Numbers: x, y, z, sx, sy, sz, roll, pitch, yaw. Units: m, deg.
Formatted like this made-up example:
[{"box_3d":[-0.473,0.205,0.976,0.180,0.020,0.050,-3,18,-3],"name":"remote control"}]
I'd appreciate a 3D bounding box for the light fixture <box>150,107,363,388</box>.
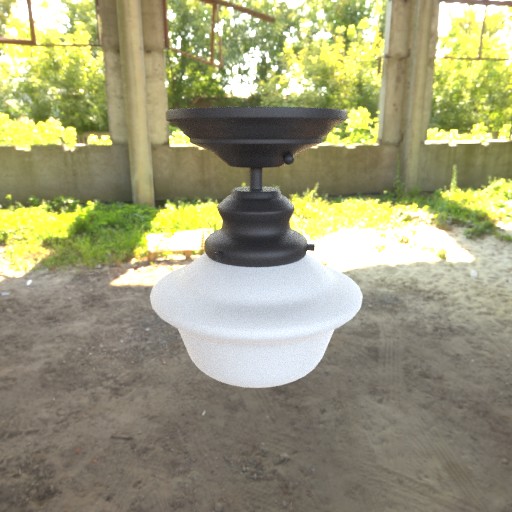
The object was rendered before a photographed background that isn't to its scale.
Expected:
[{"box_3d":[0.000,0.000,0.410,0.197,0.254,0.197,0,15,0],"name":"light fixture"}]
